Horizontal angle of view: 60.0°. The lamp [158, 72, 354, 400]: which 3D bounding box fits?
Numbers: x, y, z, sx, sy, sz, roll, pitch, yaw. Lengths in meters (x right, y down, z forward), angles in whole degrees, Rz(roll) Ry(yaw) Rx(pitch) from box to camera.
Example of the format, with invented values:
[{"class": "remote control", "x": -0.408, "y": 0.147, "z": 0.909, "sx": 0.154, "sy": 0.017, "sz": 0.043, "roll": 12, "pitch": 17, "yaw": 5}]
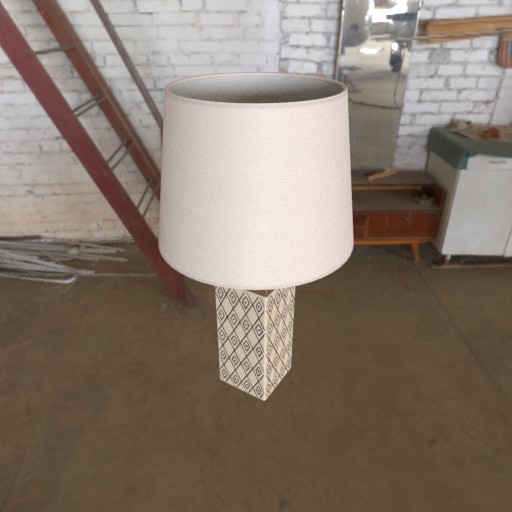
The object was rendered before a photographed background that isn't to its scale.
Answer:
[{"class": "lamp", "x": 0.000, "y": 0.000, "z": 0.597, "sx": 0.251, "sy": 0.435, "sz": 0.251, "roll": 0, "pitch": 30, "yaw": 0}]
